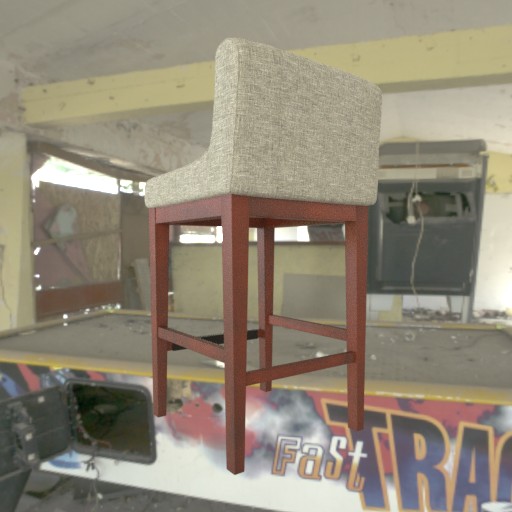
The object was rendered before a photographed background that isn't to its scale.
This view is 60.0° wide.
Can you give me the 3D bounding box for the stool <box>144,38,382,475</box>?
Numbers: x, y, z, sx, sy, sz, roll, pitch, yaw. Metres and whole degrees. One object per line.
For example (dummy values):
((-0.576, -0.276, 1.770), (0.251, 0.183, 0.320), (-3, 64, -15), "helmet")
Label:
((0.000, 0.000, 1.104), (0.417, 0.835, 0.459), (-1, 1, -36), "stool")
